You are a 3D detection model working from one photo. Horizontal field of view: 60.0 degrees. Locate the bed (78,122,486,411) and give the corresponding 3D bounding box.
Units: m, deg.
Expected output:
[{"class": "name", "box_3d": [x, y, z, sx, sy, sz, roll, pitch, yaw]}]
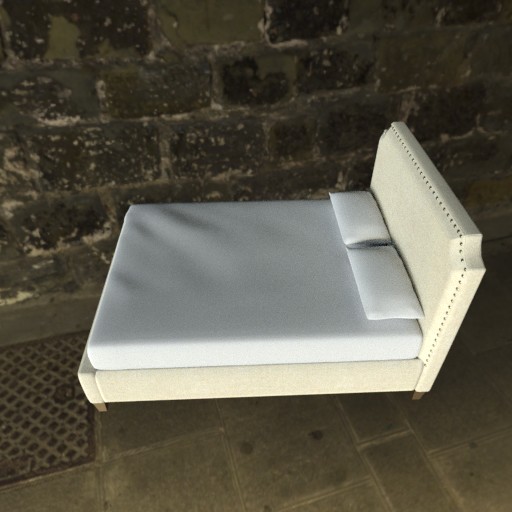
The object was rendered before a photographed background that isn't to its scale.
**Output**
[{"class": "bed", "box_3d": [0.000, 0.000, 3.348, 2.381, 1.457, 1.713, -2, 41, -2]}]
